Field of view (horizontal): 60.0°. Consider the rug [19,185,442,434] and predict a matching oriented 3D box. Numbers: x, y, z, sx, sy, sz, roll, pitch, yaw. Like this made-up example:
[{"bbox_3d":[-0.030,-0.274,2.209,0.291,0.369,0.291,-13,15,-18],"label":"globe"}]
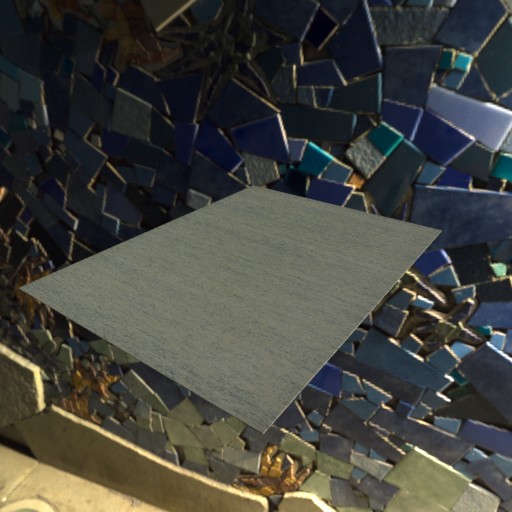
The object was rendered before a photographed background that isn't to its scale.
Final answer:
[{"bbox_3d":[0.000,0.000,4.101,2.438,0.006,3.197,19,33,32],"label":"rug"}]
